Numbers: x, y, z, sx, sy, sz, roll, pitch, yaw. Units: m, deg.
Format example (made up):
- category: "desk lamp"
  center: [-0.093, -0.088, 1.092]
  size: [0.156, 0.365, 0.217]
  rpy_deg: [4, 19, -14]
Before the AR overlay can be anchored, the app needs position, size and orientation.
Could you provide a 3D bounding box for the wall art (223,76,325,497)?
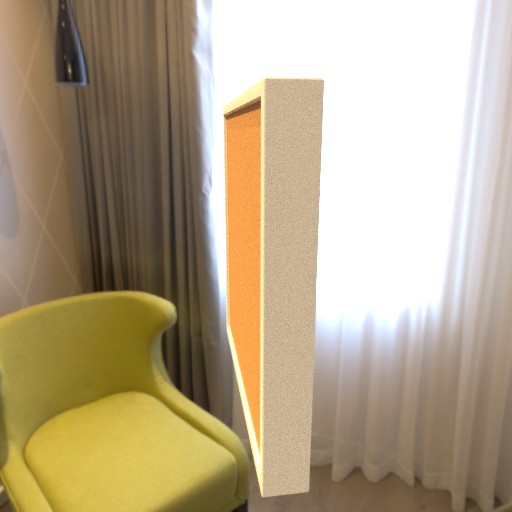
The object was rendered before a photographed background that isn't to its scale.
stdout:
- category: "wall art"
  center: [0.000, 0.000, 0.450]
  size: [0.038, 0.305, 0.305]
  rpy_deg: [-2, 16, -8]
